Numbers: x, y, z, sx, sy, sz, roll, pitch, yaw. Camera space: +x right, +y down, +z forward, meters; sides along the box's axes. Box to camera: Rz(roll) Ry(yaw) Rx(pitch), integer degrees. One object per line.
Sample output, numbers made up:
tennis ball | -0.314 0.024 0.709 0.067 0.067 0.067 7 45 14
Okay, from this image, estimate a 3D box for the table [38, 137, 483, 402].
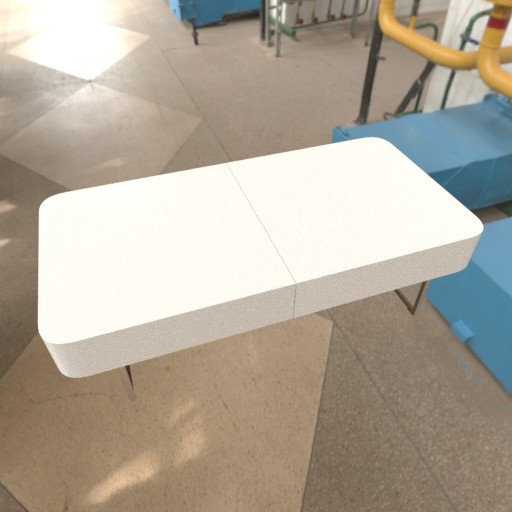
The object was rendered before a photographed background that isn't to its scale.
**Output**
table | 0.000 0.000 1.415 1.200 0.340 0.600 -14 44 -14
